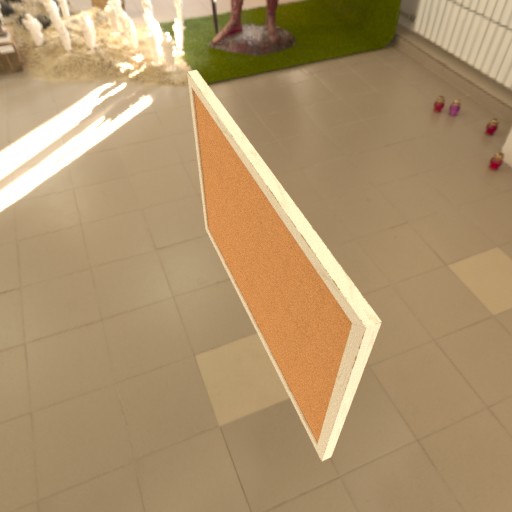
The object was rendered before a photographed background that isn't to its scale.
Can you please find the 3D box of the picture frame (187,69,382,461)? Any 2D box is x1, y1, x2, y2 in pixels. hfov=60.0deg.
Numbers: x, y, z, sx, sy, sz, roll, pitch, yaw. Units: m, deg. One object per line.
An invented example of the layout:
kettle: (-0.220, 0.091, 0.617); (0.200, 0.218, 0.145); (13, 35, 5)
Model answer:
picture frame: (0.000, 0.000, 1.231); (0.029, 0.640, 0.950); (-18, 50, -15)
